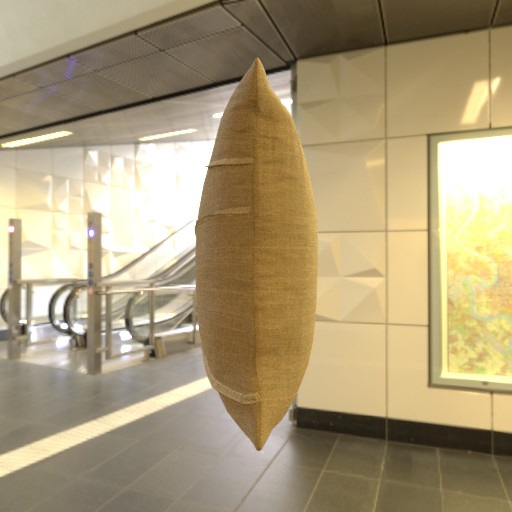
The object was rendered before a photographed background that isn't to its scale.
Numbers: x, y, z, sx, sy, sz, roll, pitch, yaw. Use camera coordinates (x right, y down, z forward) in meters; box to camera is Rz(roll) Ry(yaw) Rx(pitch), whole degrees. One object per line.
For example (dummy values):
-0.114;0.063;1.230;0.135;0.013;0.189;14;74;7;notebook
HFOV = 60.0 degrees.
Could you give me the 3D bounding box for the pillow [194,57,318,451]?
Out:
0.000;0.000;0.648;0.169;0.400;0.424;0;-1;1;pillow
